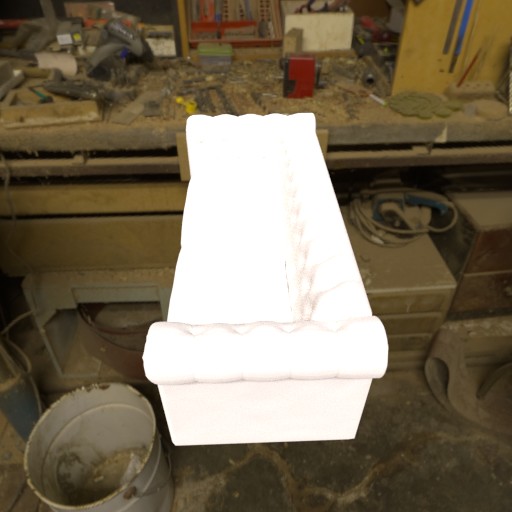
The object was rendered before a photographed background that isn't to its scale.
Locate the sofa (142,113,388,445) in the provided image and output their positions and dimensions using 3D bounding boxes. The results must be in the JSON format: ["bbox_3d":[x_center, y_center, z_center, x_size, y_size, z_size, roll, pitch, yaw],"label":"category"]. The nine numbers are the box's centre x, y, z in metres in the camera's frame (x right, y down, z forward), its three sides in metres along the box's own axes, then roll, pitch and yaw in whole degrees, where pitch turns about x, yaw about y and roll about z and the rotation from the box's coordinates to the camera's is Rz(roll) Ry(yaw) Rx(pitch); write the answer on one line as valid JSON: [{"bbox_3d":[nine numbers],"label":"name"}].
[{"bbox_3d":[0.000,0.000,2.245,0.771,0.796,1.798,-1,41,-2],"label":"sofa"}]
